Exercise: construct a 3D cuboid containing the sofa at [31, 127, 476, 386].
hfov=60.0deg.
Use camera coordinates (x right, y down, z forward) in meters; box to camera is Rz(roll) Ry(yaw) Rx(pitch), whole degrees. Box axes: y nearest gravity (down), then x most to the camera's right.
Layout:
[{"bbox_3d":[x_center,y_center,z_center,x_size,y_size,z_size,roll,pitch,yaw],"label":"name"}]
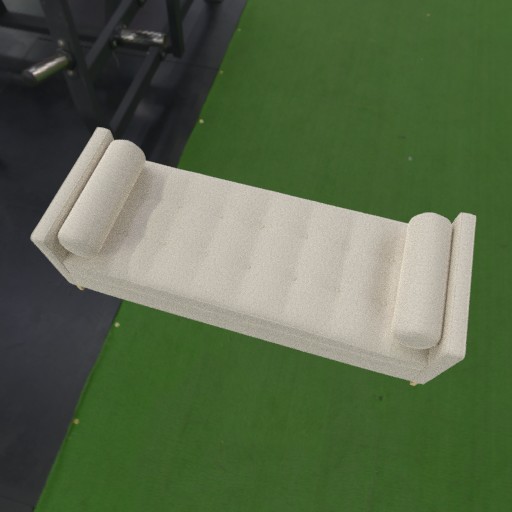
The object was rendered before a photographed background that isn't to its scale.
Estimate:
[{"bbox_3d":[0.000,0.000,2.336,1.985,0.641,0.746,15,63,8],"label":"sofa"}]
